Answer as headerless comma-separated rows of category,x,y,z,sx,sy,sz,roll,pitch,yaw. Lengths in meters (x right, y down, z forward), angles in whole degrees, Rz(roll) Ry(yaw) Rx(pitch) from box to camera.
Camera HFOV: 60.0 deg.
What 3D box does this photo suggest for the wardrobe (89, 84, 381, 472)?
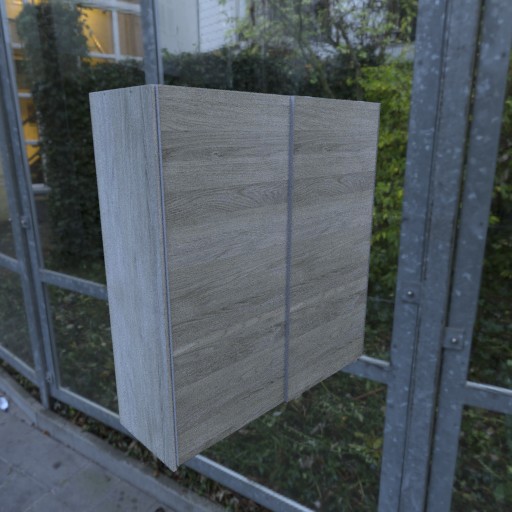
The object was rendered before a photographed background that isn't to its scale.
wardrobe,0.000,0.000,2.911,1.780,1.960,0.629,-15,21,-43
